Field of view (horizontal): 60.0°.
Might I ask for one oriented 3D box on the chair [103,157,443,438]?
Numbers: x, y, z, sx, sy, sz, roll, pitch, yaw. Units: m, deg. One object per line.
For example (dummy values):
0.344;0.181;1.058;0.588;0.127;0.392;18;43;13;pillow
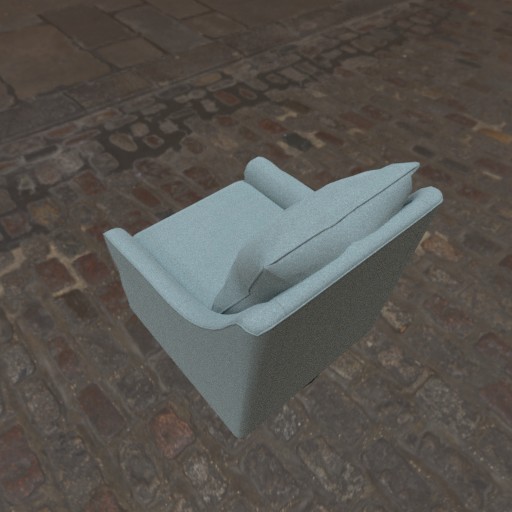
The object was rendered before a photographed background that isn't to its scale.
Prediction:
0.000;0.000;1.607;0.760;0.926;0.870;-32;55;-26;chair
